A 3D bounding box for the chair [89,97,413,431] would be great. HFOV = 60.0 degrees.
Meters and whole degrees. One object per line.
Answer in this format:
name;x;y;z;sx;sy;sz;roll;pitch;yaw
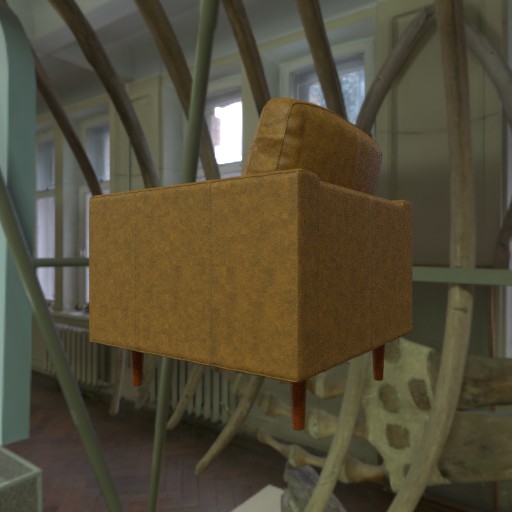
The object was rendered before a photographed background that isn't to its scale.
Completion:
chair;0.000;0.000;1.687;0.909;0.956;0.890;0;0;36
